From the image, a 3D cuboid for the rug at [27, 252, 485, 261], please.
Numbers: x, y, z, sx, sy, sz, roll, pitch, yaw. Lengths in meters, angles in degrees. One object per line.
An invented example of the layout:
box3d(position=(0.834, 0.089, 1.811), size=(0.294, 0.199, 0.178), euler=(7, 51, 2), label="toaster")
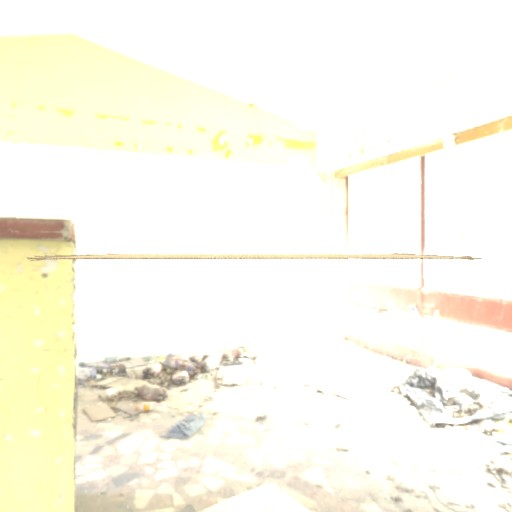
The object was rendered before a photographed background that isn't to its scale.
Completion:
box3d(position=(0.000, 0.000, 2.532), size=(2.021, 0.027, 1.224), euler=(0, 1, -1), label="rug")
